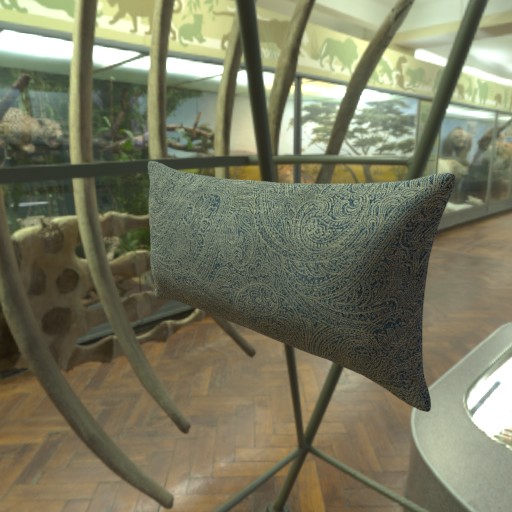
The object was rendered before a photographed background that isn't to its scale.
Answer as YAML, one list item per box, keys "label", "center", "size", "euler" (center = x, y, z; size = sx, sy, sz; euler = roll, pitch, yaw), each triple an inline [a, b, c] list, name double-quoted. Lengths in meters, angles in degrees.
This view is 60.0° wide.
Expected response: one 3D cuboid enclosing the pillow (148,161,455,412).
- label: "pillow"
  center: [0.000, 0.000, 0.729]
  size: [0.615, 0.295, 0.151]
  euler: [13, 19, 43]
